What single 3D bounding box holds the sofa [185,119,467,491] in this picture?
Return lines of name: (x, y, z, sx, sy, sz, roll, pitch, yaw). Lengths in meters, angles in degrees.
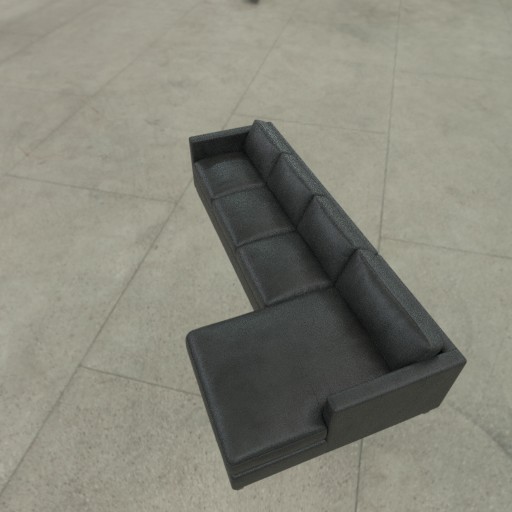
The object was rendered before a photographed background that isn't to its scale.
sofa: (0.000, 0.000, 3.787, 1.581, 0.883, 3.203, -15, 47, -15)
